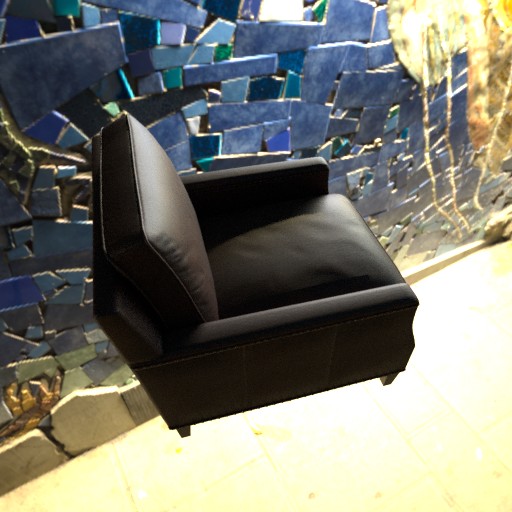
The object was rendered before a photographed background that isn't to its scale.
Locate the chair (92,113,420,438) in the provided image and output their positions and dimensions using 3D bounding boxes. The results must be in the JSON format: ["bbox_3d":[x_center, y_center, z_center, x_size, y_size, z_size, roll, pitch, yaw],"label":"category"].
[{"bbox_3d":[0.000,0.000,1.648,1.014,0.929,0.853,-11,46,-10],"label":"chair"}]
